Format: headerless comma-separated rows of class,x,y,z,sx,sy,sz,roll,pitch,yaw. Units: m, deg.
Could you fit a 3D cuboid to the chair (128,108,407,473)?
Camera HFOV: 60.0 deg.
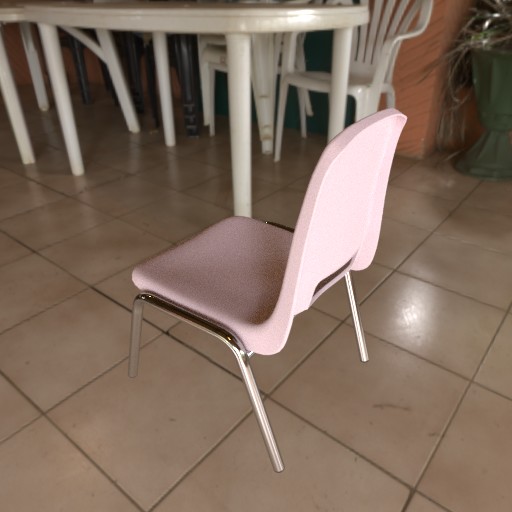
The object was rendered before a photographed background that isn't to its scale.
chair,0.000,0.000,0.772,0.385,0.536,0.354,22,37,32
